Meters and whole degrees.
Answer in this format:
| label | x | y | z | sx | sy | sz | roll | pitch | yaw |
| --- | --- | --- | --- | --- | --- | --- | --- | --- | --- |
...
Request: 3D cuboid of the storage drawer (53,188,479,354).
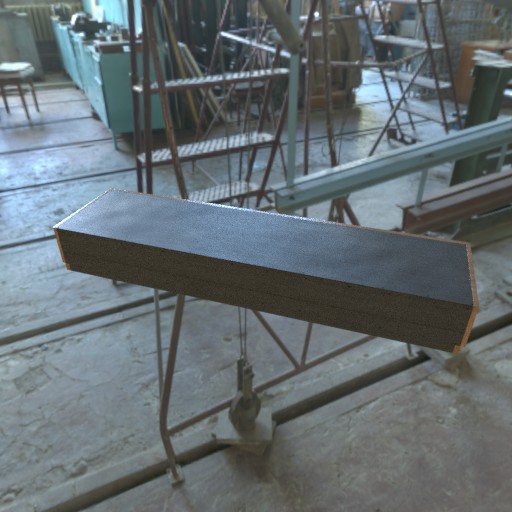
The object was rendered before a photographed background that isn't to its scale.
| label | x | y | z | sx | sy | sz | roll | pitch | yaw |
| --- | --- | --- | --- | --- | --- | --- | --- | --- | --- |
| storage drawer | 0.000 | 0.000 | 2.300 | 2.032 | 0.264 | 0.538 | 10 | 34 | 15 |
